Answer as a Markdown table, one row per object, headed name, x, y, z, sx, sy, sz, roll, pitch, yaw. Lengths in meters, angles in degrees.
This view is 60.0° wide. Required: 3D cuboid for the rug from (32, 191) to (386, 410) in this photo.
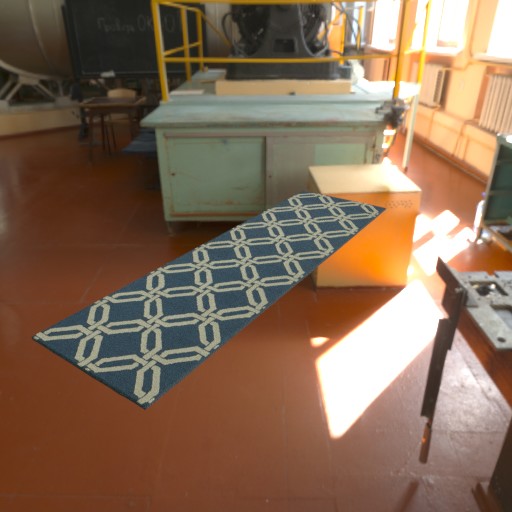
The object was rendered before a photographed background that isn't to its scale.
| name | x | y | z | sx | sy | sz | roll | pitch | yaw |
| --- | --- | --- | --- | --- | --- | --- | --- | --- | --- |
| rug | 0.000 | 0.000 | 2.483 | 0.678 | 0.014 | 2.276 | 17 | 32 | 31 |
